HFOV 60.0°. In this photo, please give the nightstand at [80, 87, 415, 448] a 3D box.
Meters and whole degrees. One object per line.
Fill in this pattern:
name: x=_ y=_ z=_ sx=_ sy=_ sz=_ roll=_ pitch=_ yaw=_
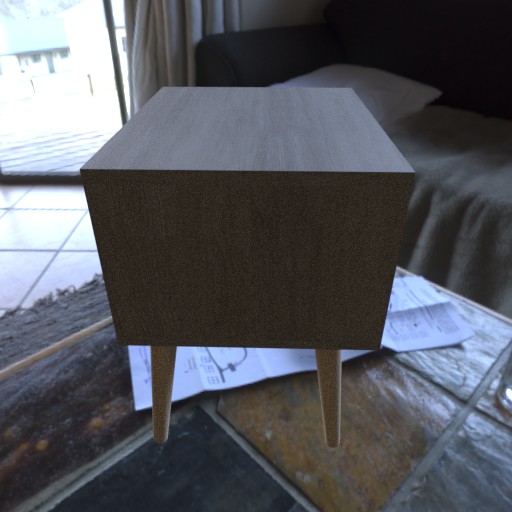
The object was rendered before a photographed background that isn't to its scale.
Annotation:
nightstand: x=0.000 y=0.000 z=0.811 sx=0.380 sy=0.500 sz=0.450 roll=1 pitch=32 yaw=1
